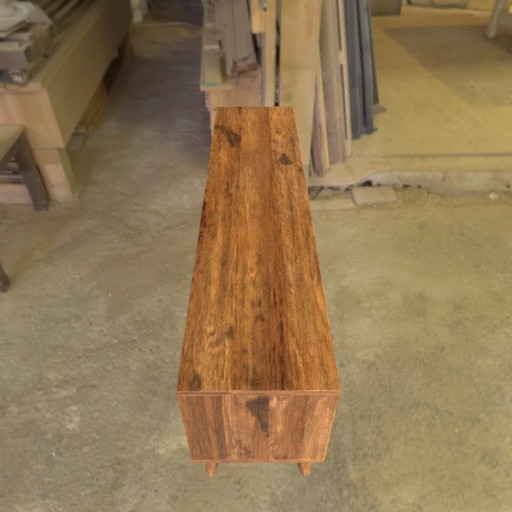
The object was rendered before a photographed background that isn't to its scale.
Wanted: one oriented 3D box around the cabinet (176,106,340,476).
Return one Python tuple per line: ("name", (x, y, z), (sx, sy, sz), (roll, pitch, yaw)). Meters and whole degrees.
("cabinet", (0.000, 0.000, 1.654), (0.349, 0.528, 1.448), (0, 42, 0))
